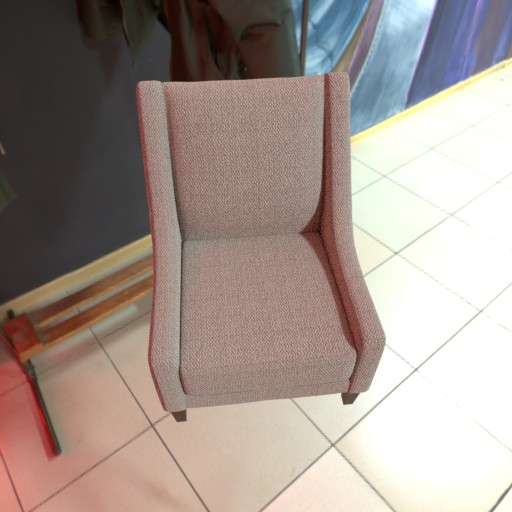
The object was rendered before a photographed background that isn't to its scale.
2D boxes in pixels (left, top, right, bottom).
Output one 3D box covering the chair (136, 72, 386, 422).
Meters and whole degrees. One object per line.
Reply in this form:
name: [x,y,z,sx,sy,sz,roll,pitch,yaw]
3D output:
chair: [0.000,0.000,1.649,0.774,1.014,0.870,-4,46,-4]
